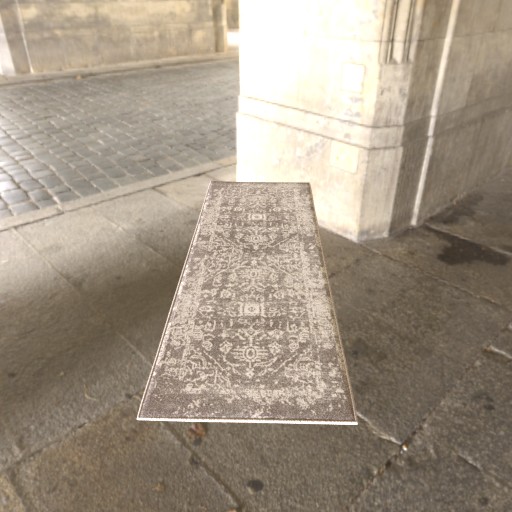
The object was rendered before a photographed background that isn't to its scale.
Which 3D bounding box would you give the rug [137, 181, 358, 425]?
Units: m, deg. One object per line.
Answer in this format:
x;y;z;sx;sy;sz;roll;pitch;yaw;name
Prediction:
0.000;0.000;2.738;0.855;0.017;2.452;1;31;1;rug
